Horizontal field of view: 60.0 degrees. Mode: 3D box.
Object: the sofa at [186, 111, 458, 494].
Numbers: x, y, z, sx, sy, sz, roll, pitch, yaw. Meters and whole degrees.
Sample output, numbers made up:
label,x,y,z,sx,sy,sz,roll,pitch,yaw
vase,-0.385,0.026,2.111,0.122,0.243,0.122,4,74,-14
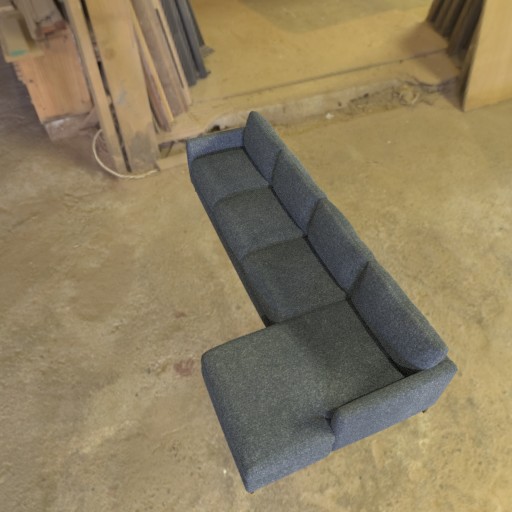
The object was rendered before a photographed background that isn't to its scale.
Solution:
label,x,y,z,sx,sy,sz,roll,pitch,yaw
sofa,0.000,0.000,3.408,1.350,0.810,2.932,-17,50,-15
